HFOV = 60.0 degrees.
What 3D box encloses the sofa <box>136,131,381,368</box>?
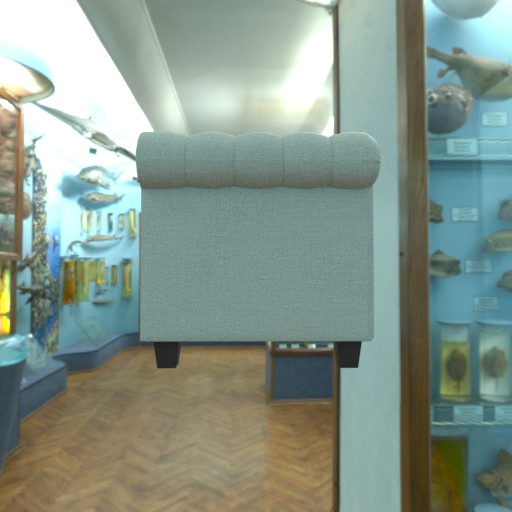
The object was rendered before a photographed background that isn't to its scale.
[{"bbox_3d":[0.000,0.000,2.262,0.783,0.797,1.798,0,-2,-1],"label":"sofa"}]
